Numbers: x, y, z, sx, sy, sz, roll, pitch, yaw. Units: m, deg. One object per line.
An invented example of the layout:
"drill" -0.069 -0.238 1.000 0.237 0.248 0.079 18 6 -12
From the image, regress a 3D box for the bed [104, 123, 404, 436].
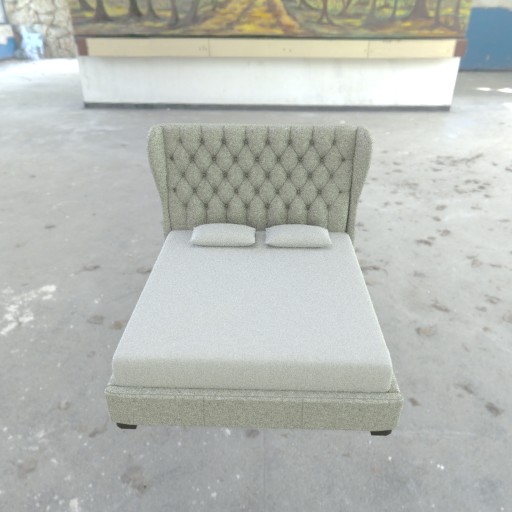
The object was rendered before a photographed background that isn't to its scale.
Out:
"bed" 0.000 0.000 3.888 2.219 1.771 2.347 1 29 2
